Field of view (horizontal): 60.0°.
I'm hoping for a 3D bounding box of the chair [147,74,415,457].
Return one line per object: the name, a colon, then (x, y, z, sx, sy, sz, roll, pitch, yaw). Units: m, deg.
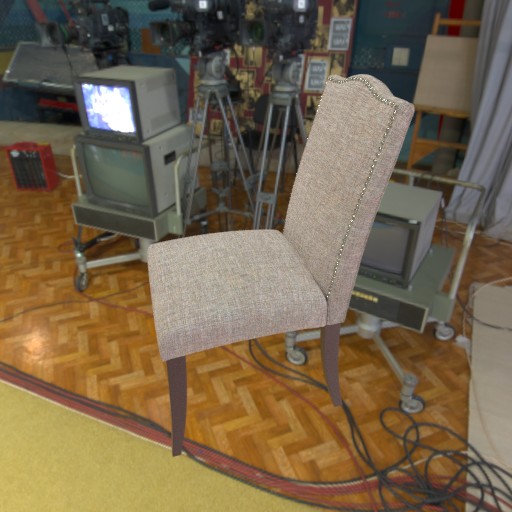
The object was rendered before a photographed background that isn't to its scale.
chair: (0.000, 0.000, 1.362, 0.660, 1.016, 0.513, -8, 32, -13)
